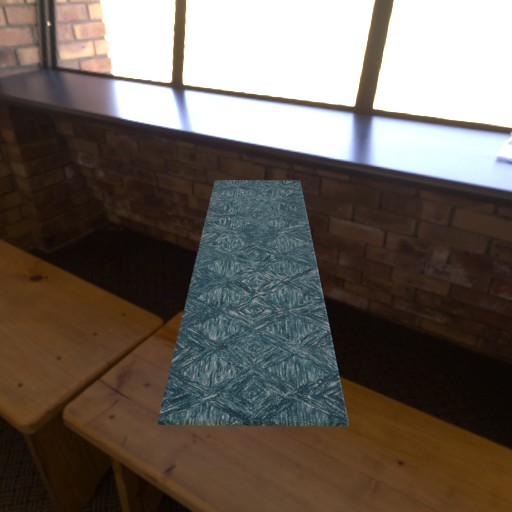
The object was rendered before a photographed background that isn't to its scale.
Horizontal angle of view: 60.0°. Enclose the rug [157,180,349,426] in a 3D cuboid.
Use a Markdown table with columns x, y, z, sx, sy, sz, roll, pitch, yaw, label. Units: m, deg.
| x | y | z | sx | sy | sz | roll | pitch | yaw | label |
| --- | --- | --- | --- | --- | --- | --- | --- | --- | --- |
| 0.000 | 0.000 | 2.533 | 0.676 | 0.016 | 2.286 | 0 | 31 | 0 | rug |
